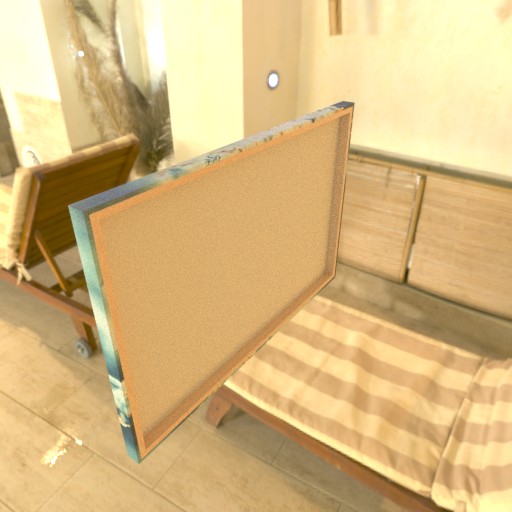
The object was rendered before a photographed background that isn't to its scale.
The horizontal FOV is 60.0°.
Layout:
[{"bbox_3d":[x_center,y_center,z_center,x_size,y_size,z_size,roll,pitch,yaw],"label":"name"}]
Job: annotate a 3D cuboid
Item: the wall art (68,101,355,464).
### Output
[{"bbox_3d":[0.000,0.000,1.135,0.038,0.608,0.912,21,37,31],"label":"wall art"}]
